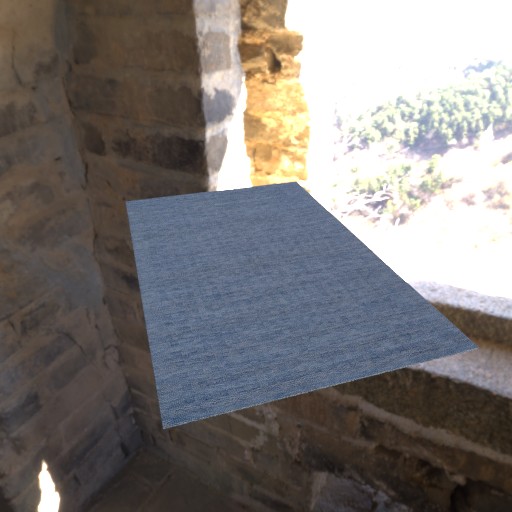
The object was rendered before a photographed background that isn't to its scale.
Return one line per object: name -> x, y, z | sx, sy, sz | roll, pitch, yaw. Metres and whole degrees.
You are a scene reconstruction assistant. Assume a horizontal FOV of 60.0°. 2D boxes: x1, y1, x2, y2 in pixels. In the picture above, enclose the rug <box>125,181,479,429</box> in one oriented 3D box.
rug -> 0.000, 0.000, 2.184 | 1.142, 0.006, 1.752 | -9, 32, -15
